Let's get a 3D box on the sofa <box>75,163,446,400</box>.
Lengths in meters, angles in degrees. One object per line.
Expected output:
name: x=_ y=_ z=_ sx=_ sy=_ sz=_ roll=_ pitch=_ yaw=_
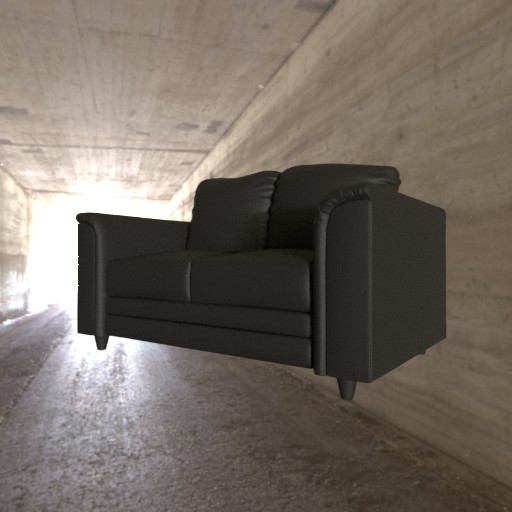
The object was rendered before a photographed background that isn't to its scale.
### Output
sofa: x=0.000 y=0.000 z=1.949 sx=1.386 sy=0.845 sz=0.887 roll=0 pitch=0 yaw=36
